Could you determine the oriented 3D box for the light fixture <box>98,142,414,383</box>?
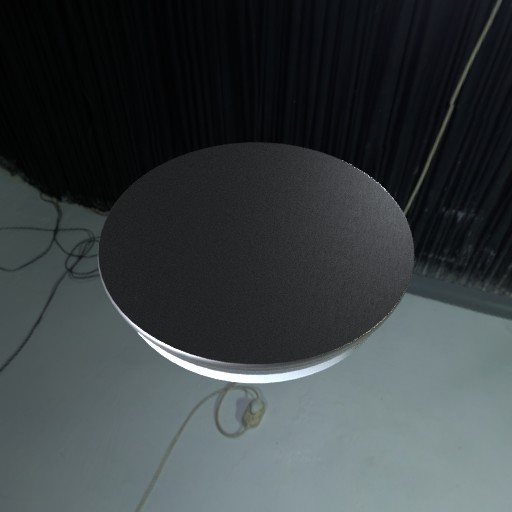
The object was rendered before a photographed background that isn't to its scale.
[{"bbox_3d":[0.000,0.000,0.564,0.368,0.100,0.368,0,47,0],"label":"light fixture"}]
